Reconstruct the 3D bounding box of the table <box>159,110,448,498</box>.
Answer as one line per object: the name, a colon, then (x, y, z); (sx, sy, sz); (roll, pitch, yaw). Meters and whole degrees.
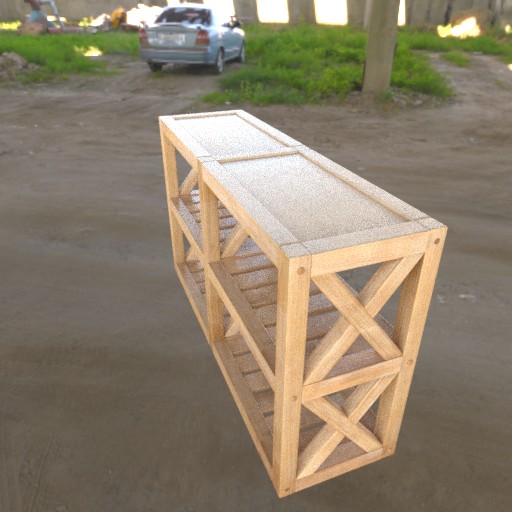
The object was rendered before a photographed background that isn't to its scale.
table: (0.000, 0.000, 1.616); (0.381, 0.762, 1.320); (-11, 32, -19)
